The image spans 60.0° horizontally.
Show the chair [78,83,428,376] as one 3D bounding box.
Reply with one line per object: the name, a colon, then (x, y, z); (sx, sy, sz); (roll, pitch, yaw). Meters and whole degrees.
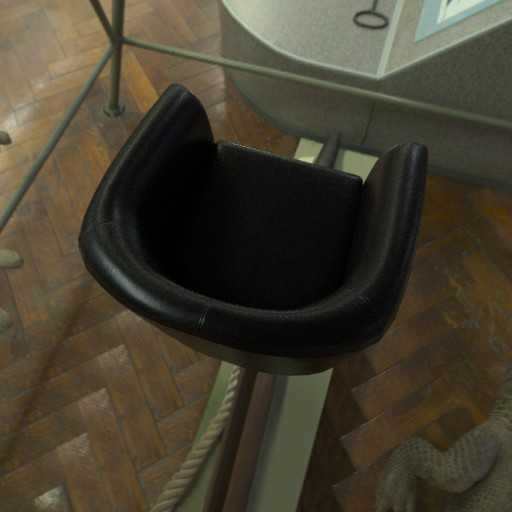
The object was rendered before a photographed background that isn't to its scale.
chair: (0.000, 0.000, 1.338); (0.793, 0.756, 0.727); (16, 65, 8)
